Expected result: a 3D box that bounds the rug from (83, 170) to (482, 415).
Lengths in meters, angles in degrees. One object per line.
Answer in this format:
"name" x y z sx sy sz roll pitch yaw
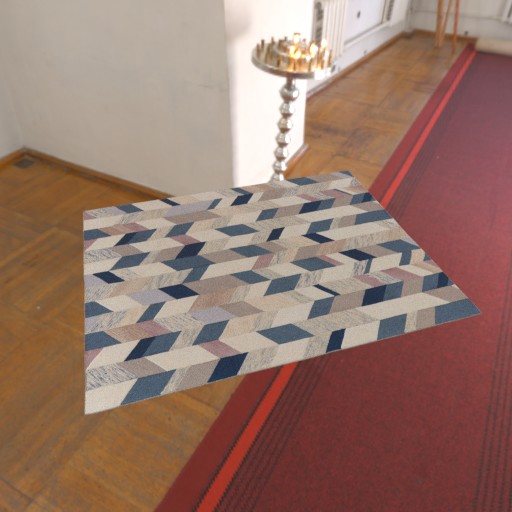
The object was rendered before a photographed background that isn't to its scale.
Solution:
"rug" 0.000 0.000 4.119 3.072 0.011 2.451 -11 41 -13
